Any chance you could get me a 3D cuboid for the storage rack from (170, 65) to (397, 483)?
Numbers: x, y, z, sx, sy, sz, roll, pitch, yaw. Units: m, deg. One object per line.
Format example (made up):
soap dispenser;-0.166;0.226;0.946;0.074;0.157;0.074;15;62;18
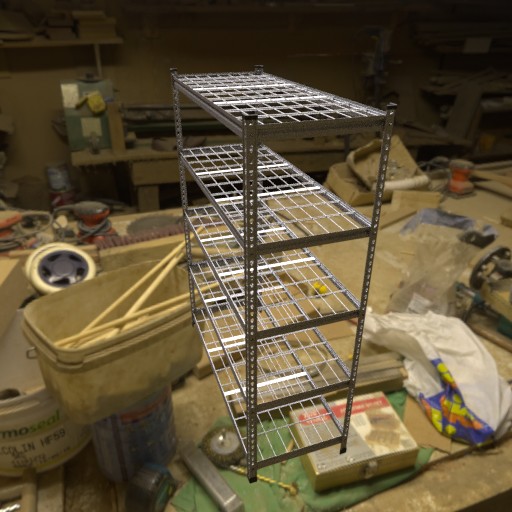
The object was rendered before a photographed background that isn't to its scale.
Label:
storage rack;0.000;0.000;2.695;0.610;1.981;1.524;-10;30;-17
